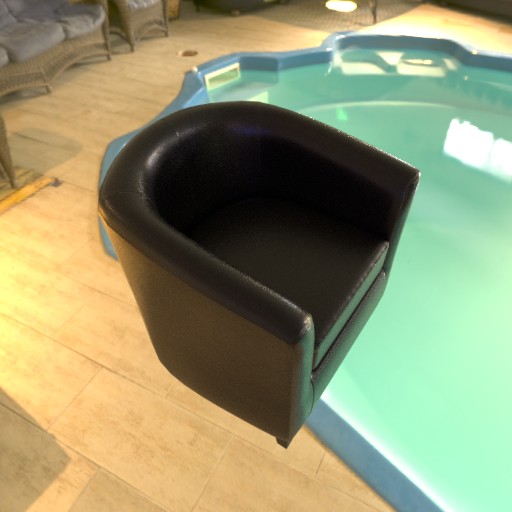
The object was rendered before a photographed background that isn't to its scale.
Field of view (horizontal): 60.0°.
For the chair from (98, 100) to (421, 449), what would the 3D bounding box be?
[{"bbox_3d":[0.000,0.000,1.425,0.727,0.756,0.793,24,48,24],"label":"chair"}]
